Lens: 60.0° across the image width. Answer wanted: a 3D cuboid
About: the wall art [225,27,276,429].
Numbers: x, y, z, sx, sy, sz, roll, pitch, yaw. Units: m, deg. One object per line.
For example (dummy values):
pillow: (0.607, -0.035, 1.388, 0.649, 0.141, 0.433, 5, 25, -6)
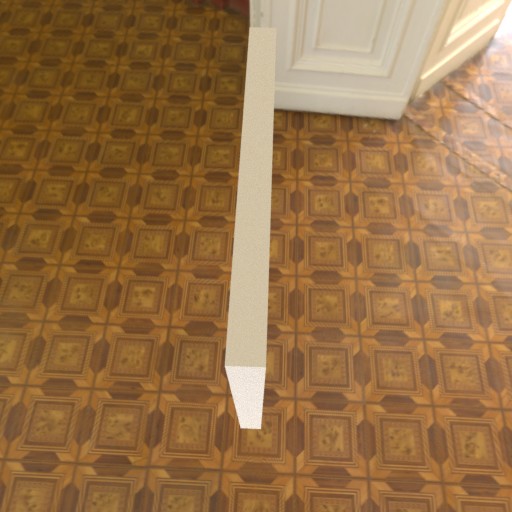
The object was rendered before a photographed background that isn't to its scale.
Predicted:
wall art: (0.000, 0.000, 0.773, 0.040, 0.509, 0.509, 2, 62, 1)
